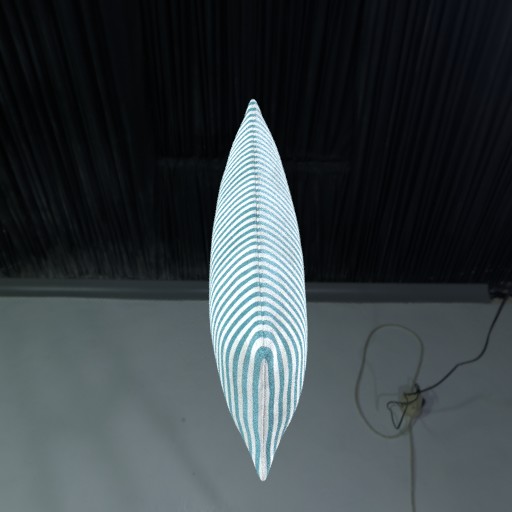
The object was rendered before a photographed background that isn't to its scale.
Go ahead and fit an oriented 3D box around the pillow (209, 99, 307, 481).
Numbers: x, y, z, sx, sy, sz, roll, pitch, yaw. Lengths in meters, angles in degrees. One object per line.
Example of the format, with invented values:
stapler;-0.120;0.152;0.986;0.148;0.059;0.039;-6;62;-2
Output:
pillow;0.000;0.000;0.741;0.151;0.295;0.617;-1;41;-1
